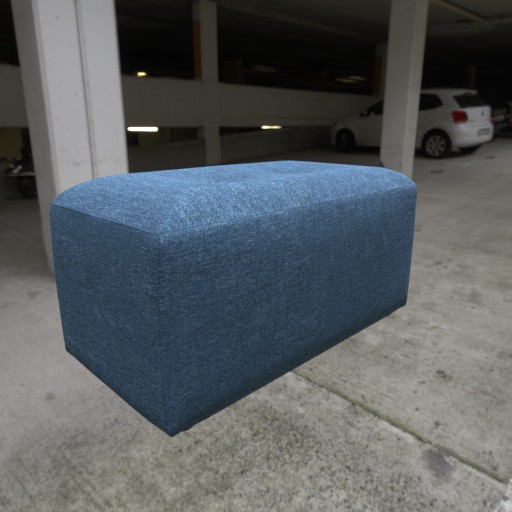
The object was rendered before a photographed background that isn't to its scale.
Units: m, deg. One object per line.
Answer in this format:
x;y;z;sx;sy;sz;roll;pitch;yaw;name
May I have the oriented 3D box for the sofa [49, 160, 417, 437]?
0.000;0.000;1.227;0.930;0.470;0.480;-16;23;-42;sofa
